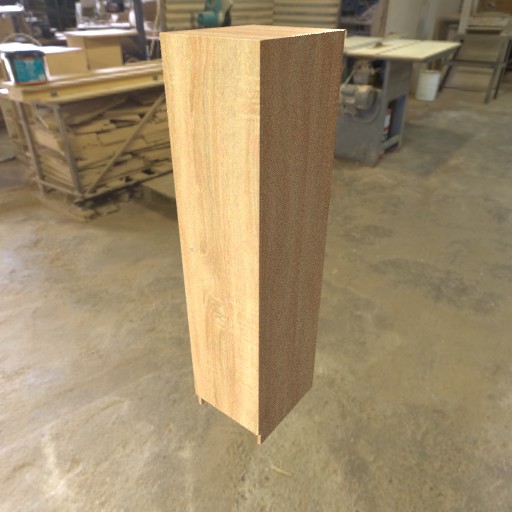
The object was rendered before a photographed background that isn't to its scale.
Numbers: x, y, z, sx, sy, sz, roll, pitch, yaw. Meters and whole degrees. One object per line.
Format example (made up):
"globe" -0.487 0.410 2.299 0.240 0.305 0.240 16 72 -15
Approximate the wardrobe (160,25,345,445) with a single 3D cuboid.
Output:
"wardrobe" 0.000 0.000 2.334 0.496 2.117 0.588 22 37 32
